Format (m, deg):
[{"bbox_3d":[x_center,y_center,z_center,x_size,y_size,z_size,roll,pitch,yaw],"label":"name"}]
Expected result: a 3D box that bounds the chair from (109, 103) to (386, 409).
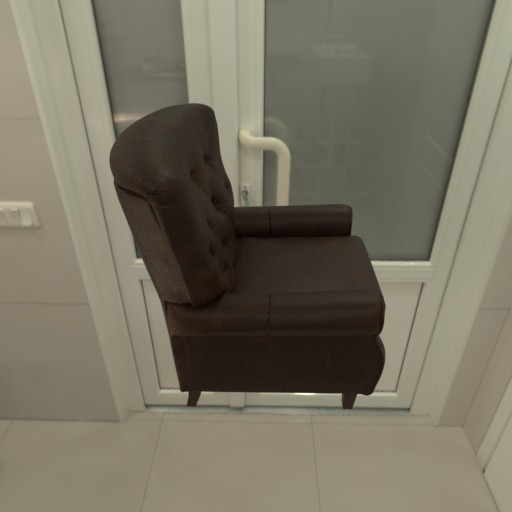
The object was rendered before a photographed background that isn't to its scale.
[{"bbox_3d":[0.000,0.000,1.943,1.058,1.158,0.948,1,33,1],"label":"chair"}]
